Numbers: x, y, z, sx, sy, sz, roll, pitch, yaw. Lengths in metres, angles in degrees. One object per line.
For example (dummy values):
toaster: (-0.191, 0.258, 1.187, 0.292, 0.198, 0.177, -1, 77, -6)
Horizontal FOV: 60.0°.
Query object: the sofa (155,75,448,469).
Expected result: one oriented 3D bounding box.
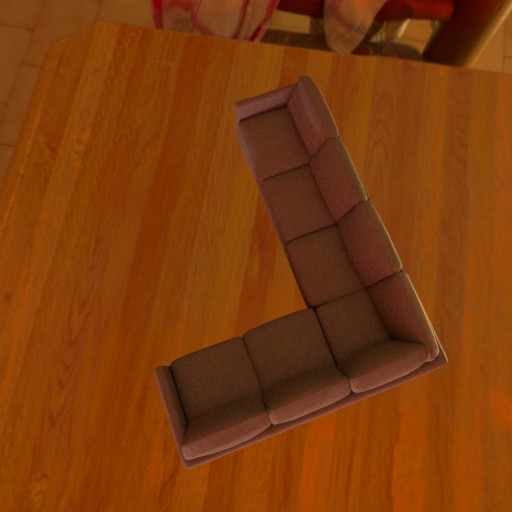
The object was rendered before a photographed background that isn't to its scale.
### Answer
sofa: (0.000, 0.000, 4.562, 2.593, 0.947, 3.302, -20, 76, -5)
